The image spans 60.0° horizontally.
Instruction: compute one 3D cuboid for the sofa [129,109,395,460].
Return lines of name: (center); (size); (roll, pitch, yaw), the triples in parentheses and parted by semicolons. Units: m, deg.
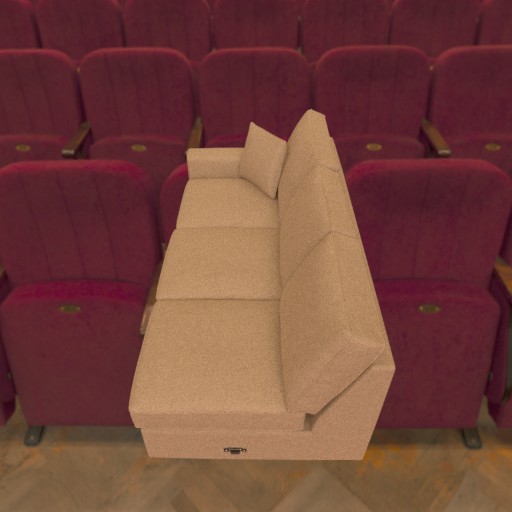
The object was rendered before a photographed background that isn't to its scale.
sofa: (0.000, 0.000, 2.498); (1.034, 0.946, 1.962); (0, 40, 1)
